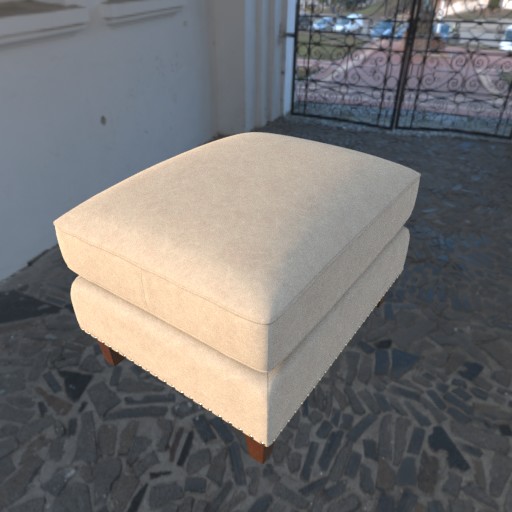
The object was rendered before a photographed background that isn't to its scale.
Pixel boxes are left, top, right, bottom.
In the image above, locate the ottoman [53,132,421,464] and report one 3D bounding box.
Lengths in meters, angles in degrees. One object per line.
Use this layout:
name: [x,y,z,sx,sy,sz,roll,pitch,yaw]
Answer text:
ottoman: [0.000,0.000,1.158,0.584,0.513,0.741,21,39,29]
